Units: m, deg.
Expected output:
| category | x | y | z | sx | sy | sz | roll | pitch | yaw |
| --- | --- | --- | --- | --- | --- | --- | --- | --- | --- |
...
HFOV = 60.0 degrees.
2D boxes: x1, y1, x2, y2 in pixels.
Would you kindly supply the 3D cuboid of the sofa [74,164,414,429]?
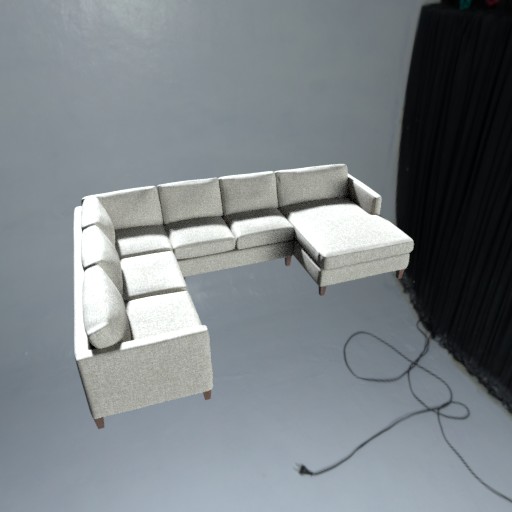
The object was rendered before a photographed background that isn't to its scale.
| category | x | y | z | sx | sy | sz | roll | pitch | yaw |
| --- | --- | --- | --- | --- | --- | --- | --- | --- | --- |
| sofa | 0.000 | 0.000 | 4.566 | 3.460 | 0.959 | 2.593 | -10 | 33 | -16 |
